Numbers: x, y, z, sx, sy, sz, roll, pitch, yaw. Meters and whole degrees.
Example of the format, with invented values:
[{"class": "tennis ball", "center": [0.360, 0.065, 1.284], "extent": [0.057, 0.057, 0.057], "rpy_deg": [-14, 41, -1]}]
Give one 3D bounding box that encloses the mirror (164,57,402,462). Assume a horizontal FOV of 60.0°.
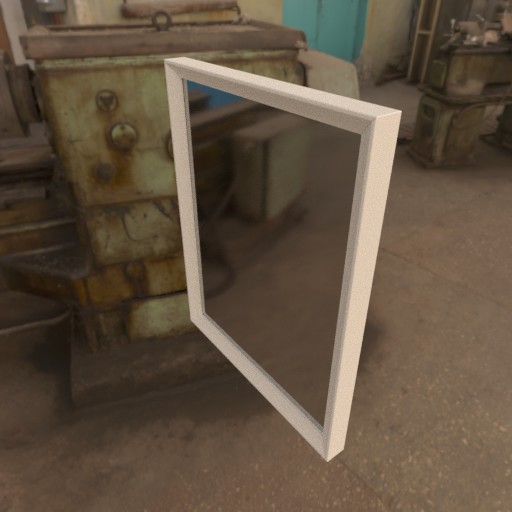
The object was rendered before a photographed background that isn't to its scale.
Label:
[{"class": "mirror", "center": [0.000, 0.000, 0.673], "extent": [0.041, 0.509, 0.406], "rpy_deg": [-22, 38, -31]}]
